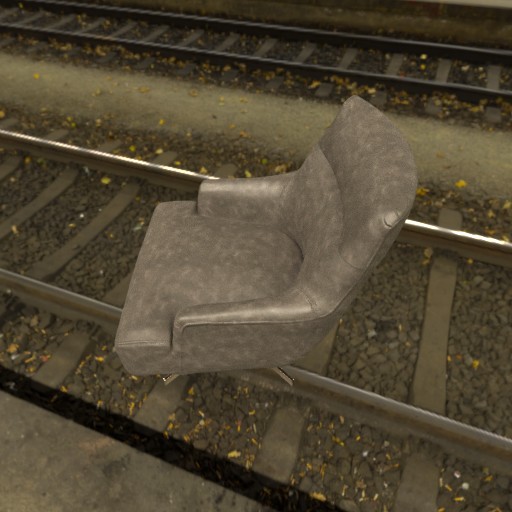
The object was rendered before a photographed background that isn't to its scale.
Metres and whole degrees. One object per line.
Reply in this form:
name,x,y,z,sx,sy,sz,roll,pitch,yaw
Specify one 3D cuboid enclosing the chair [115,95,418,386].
chair,0.000,0.000,1.534,0.874,0.870,0.738,0,42,0
